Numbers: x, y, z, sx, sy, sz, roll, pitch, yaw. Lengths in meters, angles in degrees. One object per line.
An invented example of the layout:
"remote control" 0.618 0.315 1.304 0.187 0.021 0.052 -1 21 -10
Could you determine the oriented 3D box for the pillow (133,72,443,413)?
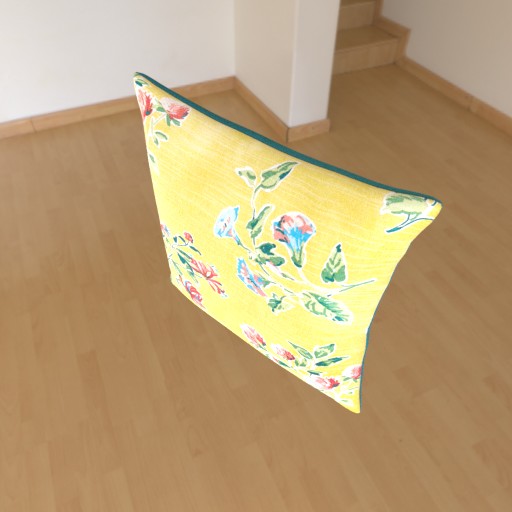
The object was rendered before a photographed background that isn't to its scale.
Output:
"pillow" 0.000 0.000 0.780 0.525 0.508 0.166 31 54 26
